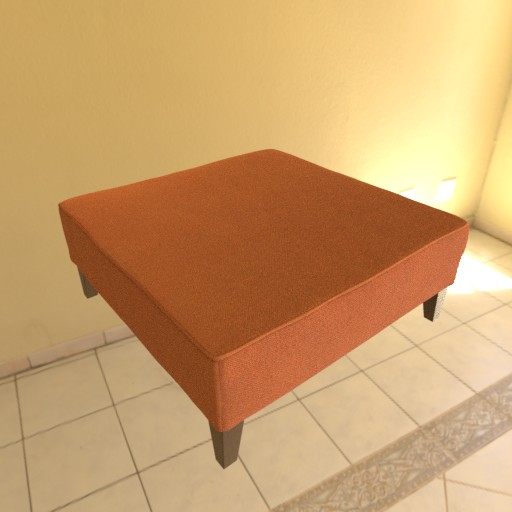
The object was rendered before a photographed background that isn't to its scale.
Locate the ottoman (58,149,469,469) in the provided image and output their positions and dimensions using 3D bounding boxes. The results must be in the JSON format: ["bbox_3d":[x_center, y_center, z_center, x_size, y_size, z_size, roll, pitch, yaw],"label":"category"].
[{"bbox_3d":[0.000,0.000,1.549,0.997,0.438,0.999,-22,37,-32],"label":"ottoman"}]
